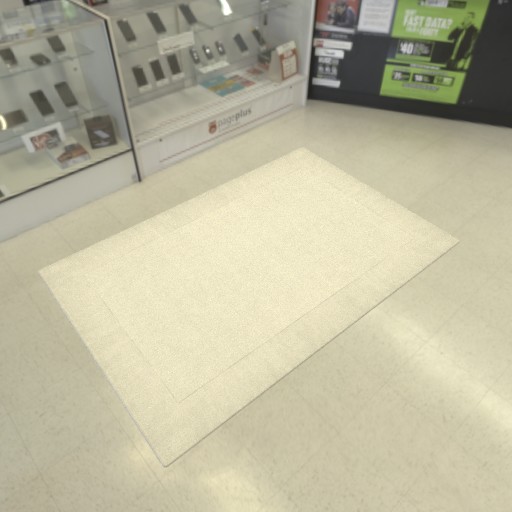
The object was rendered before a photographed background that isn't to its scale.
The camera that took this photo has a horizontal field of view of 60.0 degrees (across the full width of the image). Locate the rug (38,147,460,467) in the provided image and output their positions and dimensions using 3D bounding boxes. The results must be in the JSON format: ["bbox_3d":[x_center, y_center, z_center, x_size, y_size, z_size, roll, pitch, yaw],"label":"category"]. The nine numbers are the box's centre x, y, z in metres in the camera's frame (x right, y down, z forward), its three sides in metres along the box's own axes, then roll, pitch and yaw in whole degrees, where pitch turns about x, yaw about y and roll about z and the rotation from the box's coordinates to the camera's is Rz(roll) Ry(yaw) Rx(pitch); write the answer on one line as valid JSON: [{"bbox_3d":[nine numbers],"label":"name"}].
[{"bbox_3d":[0.000,0.000,2.292,1.829,0.013,1.219,-30,52,-27],"label":"rug"}]
